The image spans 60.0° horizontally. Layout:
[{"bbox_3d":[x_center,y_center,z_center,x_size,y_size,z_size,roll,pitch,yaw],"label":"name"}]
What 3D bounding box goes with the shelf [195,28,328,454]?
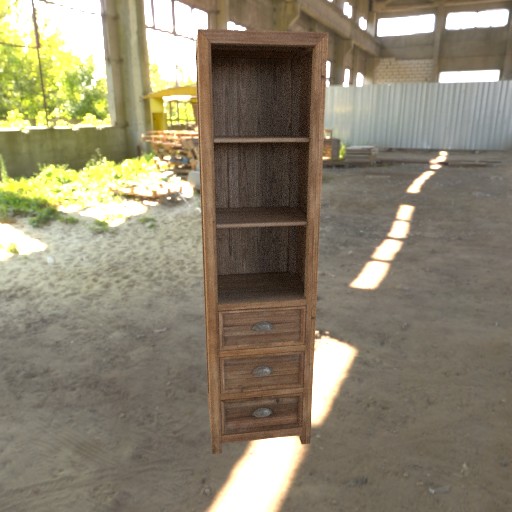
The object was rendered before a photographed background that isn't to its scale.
[{"bbox_3d":[0.000,0.000,2.141,0.500,1.900,0.428,-3,17,-8],"label":"shelf"}]
